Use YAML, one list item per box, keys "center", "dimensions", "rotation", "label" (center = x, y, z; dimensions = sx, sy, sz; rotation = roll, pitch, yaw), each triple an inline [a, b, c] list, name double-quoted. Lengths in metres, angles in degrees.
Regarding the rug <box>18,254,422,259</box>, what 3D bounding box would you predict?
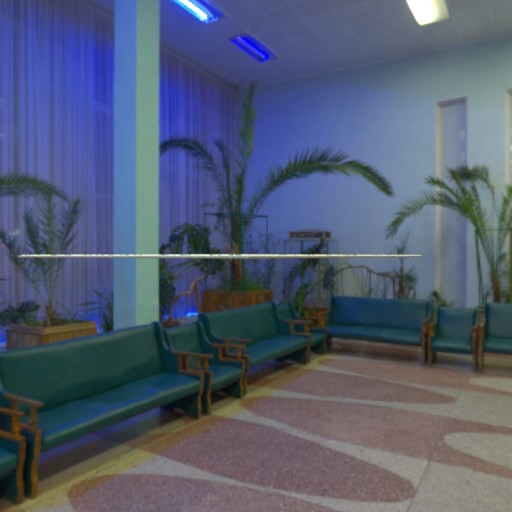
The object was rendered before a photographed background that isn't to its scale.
- center: [0.000, 0.000, 3.456]
  dimensions: [1.819, 0.018, 2.746]
  rotation: [0, 0, 35]
  label: "rug"
